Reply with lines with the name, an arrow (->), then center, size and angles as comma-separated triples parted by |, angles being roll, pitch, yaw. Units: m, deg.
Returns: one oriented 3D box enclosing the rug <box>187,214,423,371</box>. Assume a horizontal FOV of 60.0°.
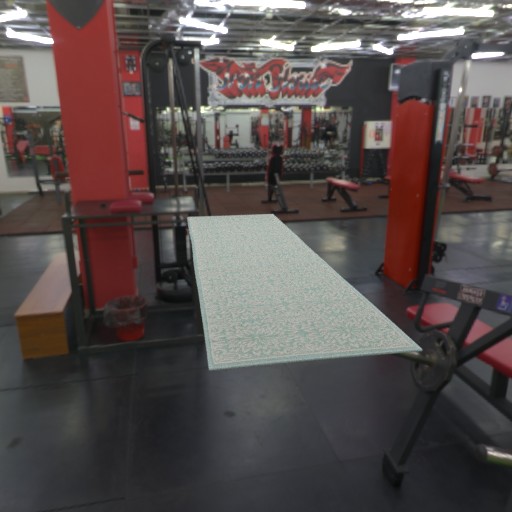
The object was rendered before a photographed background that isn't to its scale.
rug -> 0.000, 0.000, 2.351 | 0.662, 0.011, 2.196 | -3, 17, -10
